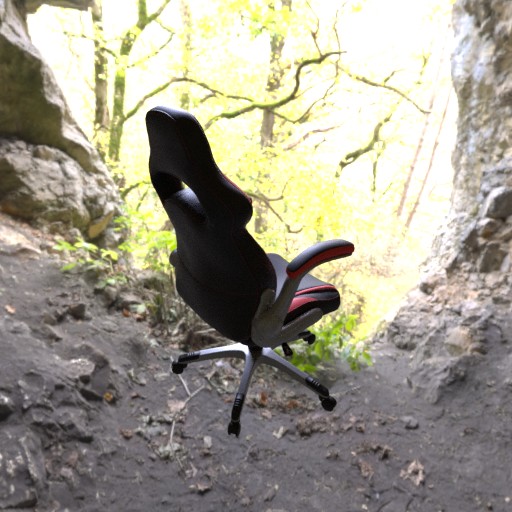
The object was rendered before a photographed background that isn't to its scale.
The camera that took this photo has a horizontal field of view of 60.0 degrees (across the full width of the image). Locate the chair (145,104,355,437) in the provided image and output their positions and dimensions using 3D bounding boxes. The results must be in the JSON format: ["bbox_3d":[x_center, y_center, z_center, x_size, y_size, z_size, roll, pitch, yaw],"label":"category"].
[{"bbox_3d":[0.000,0.000,1.701,0.712,1.165,0.758,-20,34,-33],"label":"chair"}]
